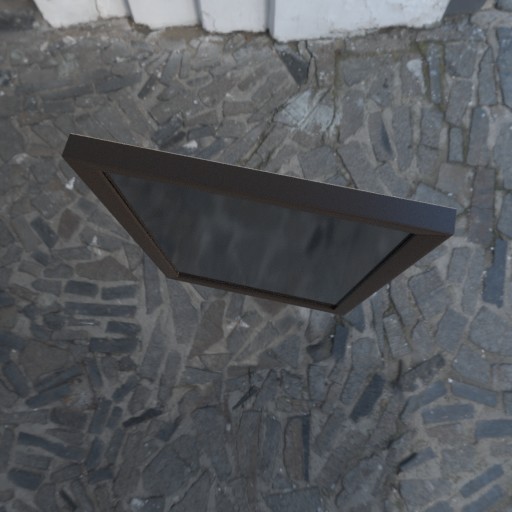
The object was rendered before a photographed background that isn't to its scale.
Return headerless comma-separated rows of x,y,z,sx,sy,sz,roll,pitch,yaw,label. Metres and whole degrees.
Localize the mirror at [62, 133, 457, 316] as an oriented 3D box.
0.000,0.000,0.906,0.507,0.710,0.040,12,75,3,mirror
